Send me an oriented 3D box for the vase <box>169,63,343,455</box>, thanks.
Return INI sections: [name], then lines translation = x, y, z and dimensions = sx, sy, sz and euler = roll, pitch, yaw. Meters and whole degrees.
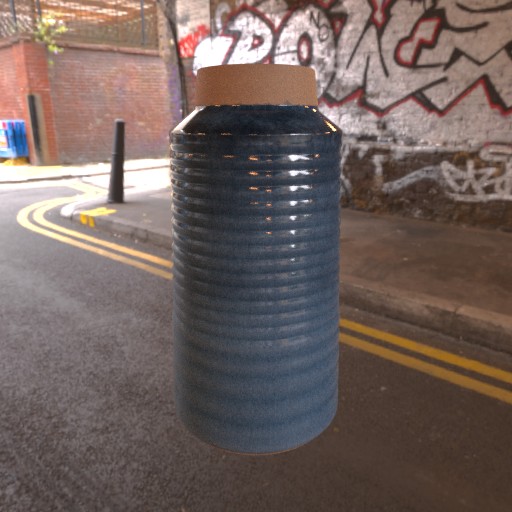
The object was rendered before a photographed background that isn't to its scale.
[vase]
translation = 0.000, 0.000, 0.407
dimensions = 0.163, 0.316, 0.163
euler = 0, 17, 0
